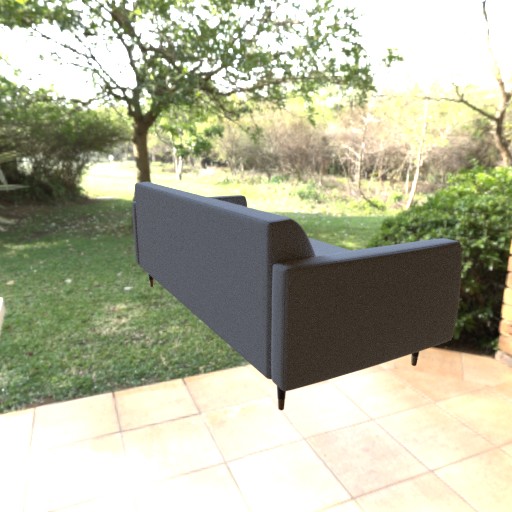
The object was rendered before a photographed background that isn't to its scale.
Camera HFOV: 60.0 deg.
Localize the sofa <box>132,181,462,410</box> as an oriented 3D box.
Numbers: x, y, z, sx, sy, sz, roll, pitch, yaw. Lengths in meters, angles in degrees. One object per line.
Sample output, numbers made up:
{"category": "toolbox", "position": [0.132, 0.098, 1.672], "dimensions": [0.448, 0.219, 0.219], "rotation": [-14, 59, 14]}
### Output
{"category": "sofa", "position": [0.000, 0.000, 2.789], "dimensions": [0.990, 0.821, 2.291], "rotation": [-8, 16, -28]}
